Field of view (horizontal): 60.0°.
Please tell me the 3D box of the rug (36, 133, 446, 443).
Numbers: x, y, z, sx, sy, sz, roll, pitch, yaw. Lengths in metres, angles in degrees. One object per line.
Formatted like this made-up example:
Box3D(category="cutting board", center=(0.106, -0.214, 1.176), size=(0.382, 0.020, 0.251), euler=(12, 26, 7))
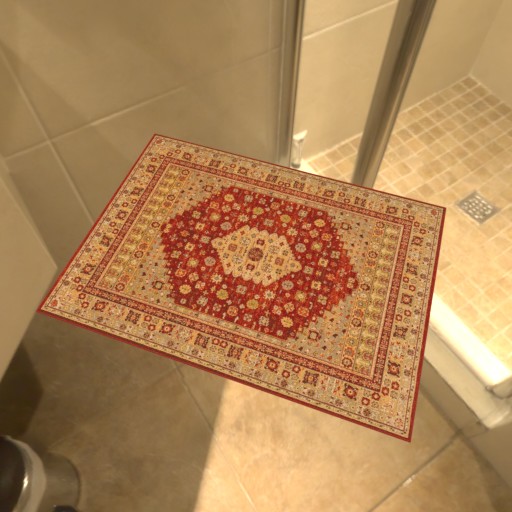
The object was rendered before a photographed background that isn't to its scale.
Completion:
Box3D(category="rug", center=(0.000, 0.000, 2.834), size=(2.211, 0.013, 1.593), euler=(16, 59, 10))
